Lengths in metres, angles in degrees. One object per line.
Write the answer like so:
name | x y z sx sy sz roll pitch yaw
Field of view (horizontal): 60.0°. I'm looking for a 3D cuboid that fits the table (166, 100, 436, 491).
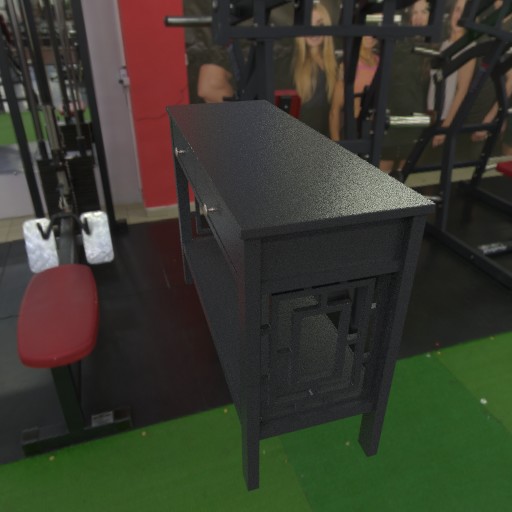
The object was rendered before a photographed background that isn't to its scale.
table | 0.000 0.000 1.426 0.397 0.753 1.068 -9 31 -14
